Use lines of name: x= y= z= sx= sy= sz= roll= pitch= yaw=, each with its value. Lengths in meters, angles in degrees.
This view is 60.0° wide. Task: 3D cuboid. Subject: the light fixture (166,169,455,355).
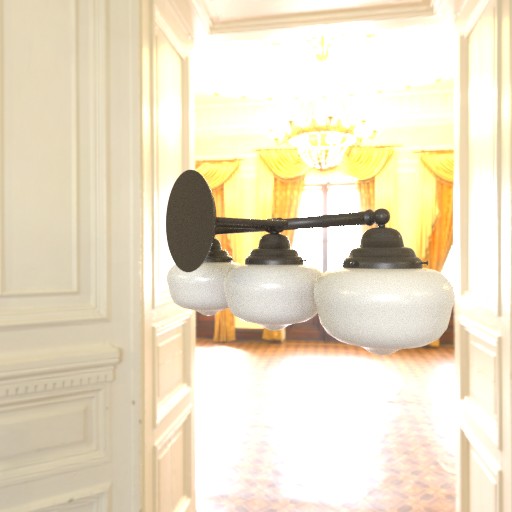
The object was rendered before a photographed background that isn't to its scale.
light fixture: x=0.000 y=0.000 z=0.693 sx=0.239 sy=0.242 sz=0.587 roll=0 pitch=0 yaw=-36
